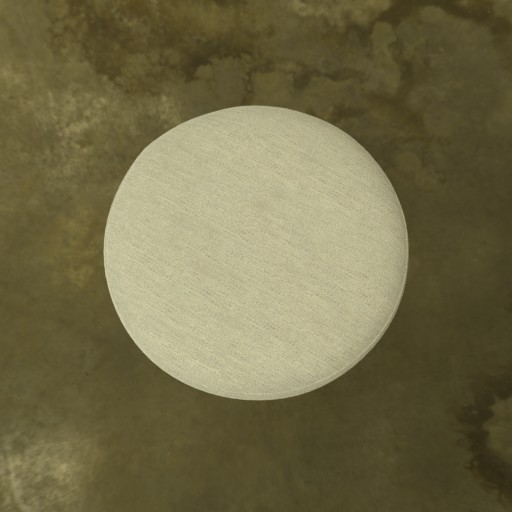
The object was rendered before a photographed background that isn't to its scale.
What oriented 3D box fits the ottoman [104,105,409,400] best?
[{"bbox_3d":[0.000,0.000,1.254,0.769,0.459,0.769,0,74,0],"label":"ottoman"}]
